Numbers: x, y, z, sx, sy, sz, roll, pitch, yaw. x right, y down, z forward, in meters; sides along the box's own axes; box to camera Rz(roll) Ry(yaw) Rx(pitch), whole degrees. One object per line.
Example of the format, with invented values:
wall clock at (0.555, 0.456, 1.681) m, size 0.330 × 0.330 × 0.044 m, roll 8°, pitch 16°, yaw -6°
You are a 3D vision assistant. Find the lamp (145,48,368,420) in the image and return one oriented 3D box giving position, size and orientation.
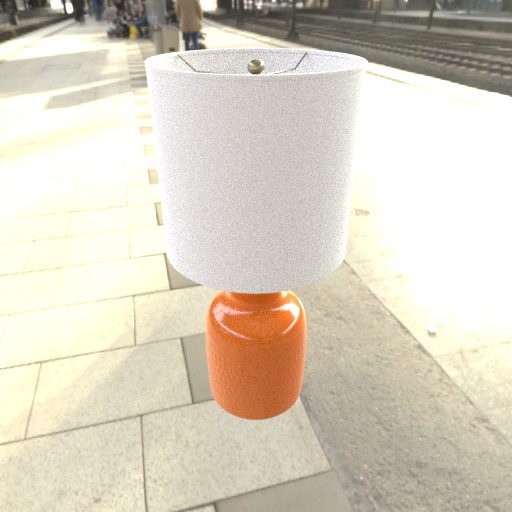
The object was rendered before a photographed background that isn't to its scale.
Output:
lamp at (0.000, 0.000, 1.066) m, size 0.418 × 0.871 × 0.418 m, roll -9°, pitch 31°, yaw -15°
